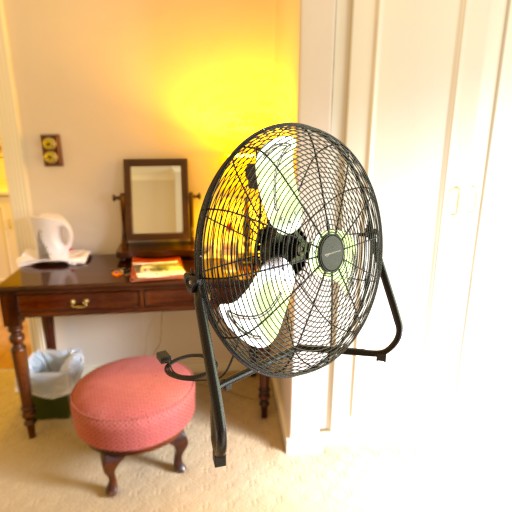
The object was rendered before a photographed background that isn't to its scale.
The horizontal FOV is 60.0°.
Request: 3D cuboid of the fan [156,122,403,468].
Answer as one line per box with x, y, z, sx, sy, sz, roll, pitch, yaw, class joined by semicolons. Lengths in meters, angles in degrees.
0.000;0.000;0.951;0.555;0.546;0.424;-14;21;-42;fan
